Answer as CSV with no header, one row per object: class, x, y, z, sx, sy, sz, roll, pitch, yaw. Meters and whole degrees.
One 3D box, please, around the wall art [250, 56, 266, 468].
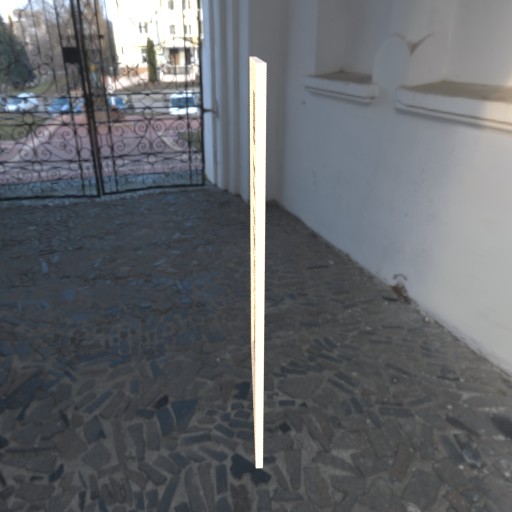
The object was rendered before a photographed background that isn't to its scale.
wall art,0.000,0.000,0.841,0.013,0.683,0.380,-1,25,-2
